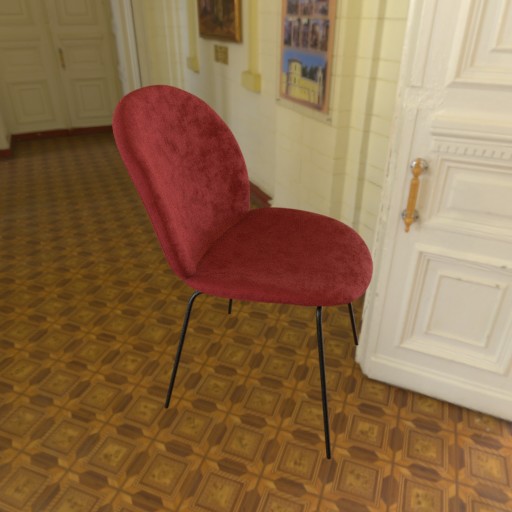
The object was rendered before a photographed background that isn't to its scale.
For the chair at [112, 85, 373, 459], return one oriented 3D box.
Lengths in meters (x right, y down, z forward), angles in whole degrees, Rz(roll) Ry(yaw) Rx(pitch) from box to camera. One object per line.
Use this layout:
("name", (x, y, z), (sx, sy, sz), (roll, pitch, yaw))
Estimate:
("chair", (0.000, 0.000, 1.143), (0.587, 0.791, 0.458), (10, 32, 17))
